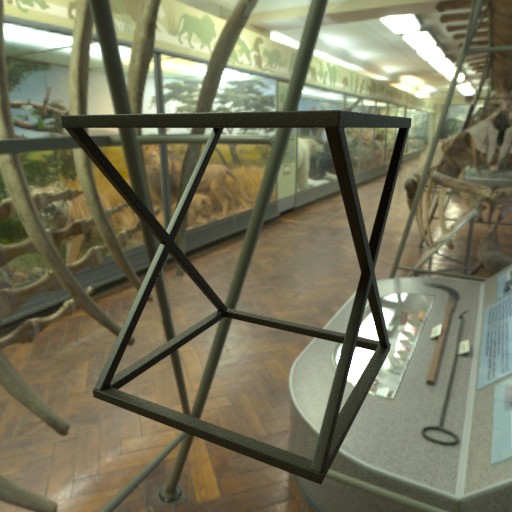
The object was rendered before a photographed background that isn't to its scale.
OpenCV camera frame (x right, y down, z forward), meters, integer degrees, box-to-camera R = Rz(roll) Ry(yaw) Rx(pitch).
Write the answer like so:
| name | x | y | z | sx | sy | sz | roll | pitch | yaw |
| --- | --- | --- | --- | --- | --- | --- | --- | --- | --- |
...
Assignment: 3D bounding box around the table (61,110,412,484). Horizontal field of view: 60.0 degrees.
| name | x | y | z | sx | sy | sz | roll | pitch | yaw |
| --- | --- | --- | --- | --- | --- | --- | --- | --- | --- |
| table | 0.000 | 0.000 | 0.943 | 0.500 | 0.565 | 0.500 | 8 | 18 | 27 |
